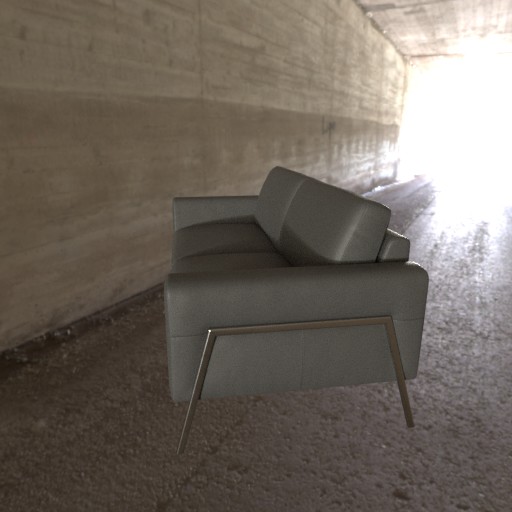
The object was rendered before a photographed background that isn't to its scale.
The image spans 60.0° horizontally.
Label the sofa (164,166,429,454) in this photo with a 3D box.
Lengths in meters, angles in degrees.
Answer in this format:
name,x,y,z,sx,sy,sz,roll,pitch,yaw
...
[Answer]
name,x,y,z,sx,sy,sz,roll,pitch,yaw
sofa,0.000,0.000,2.505,0.953,0.875,2.017,-3,16,-9
